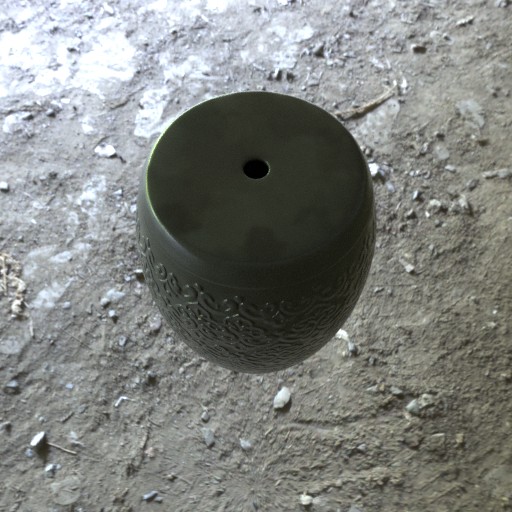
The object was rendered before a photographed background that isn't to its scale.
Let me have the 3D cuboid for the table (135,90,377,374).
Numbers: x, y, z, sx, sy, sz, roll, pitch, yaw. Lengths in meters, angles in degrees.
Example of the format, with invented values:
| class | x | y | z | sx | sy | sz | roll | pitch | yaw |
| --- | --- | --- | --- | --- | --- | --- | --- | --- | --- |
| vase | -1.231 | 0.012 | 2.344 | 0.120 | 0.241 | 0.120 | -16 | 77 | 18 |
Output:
| class | x | y | z | sx | sy | sz | roll | pitch | yaw |
| --- | --- | --- | --- | --- | --- | --- | --- | --- | --- |
| table | 0.000 | 0.000 | 0.634 | 0.309 | 0.397 | 0.309 | 0 | 62 | 0 |
